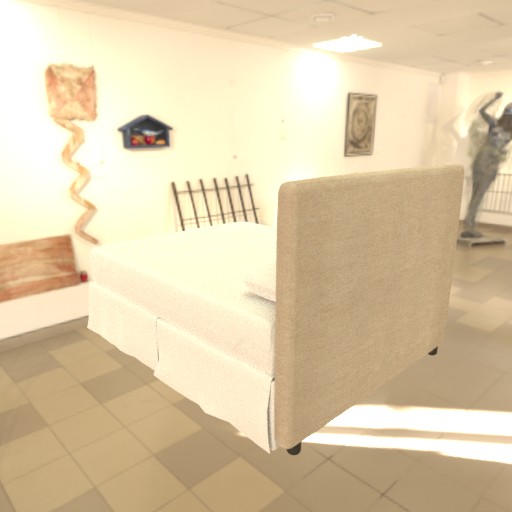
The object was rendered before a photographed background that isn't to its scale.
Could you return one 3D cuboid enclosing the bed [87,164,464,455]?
[{"bbox_3d":[0.000,0.000,3.179,1.713,1.330,2.162,-14,21,-42],"label":"bed"}]
